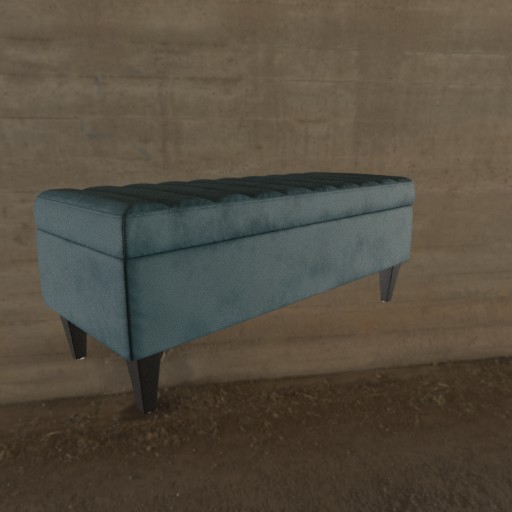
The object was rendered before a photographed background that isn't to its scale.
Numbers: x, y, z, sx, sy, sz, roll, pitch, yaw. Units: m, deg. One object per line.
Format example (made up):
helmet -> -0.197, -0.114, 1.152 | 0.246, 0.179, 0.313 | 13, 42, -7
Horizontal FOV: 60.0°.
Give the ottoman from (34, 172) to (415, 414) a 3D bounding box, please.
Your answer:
ottoman -> 0.000, 0.000, 1.398 | 1.151, 0.469, 0.482 | -13, 19, -43
